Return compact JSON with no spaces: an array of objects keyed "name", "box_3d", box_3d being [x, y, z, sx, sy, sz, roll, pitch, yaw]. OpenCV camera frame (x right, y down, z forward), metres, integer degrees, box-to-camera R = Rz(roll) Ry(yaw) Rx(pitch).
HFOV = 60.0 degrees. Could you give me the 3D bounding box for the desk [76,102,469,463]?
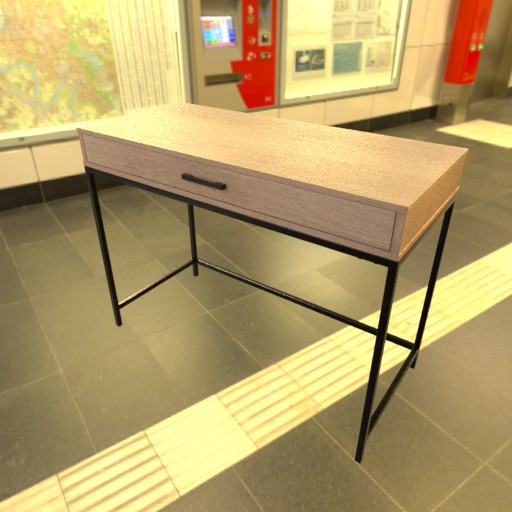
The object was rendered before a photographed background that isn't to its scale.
[{"name":"desk","box_3d":[0.000,0.000,1.427,1.016,0.762,0.470,20,36,30]}]
